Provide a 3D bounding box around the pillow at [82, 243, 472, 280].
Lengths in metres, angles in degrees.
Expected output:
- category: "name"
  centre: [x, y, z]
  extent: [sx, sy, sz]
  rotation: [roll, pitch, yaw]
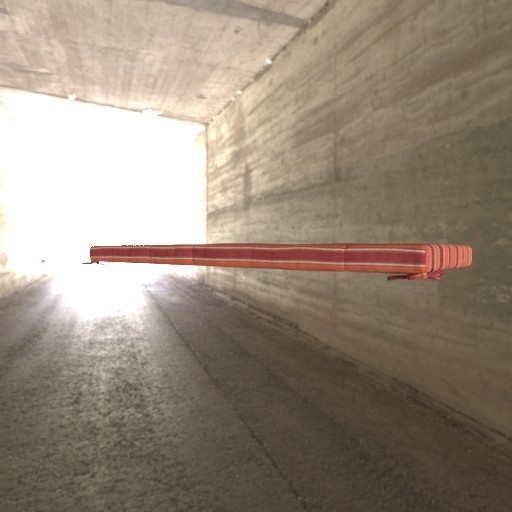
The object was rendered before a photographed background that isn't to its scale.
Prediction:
- category: "pillow"
  centre: [0.000, 0.000, 1.376]
  extent: [1.187, 0.081, 0.492]
  rotation: [1, 2, 36]
